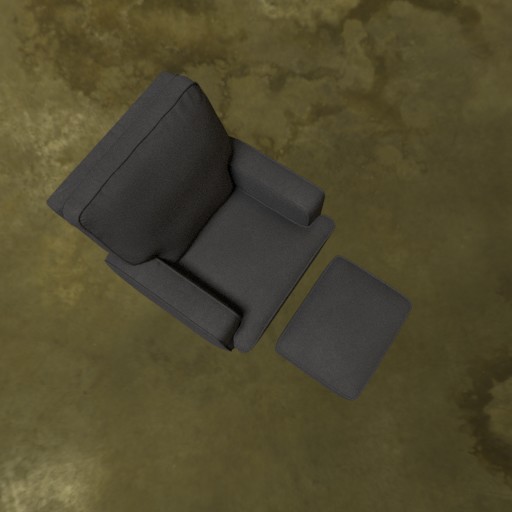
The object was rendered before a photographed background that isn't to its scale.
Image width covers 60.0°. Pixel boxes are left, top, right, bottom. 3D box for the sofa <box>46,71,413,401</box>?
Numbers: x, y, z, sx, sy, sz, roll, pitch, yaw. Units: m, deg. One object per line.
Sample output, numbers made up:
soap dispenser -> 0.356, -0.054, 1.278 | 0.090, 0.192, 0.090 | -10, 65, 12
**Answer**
sofa -> 0.000, 0.000, 2.022 | 1.472, 0.959, 0.861 | 34, 76, 9
